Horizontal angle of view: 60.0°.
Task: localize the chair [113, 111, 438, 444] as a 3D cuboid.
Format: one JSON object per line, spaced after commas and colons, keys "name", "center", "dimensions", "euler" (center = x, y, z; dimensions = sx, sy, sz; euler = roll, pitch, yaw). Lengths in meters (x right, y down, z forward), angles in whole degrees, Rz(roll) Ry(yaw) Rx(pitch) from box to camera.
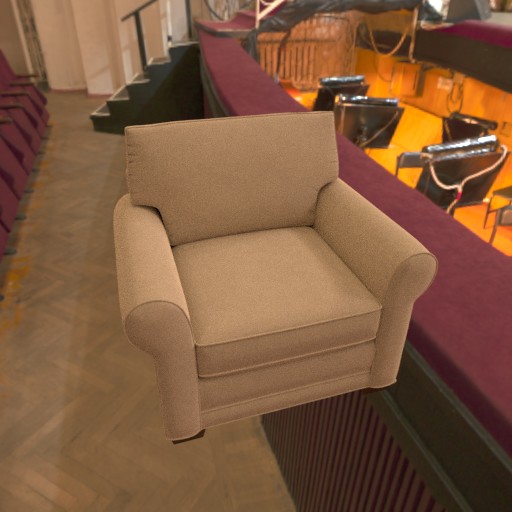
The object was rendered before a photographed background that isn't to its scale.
{"name": "chair", "center": [0.000, 0.000, 1.750], "dimensions": [1.040, 0.955, 0.863], "euler": [-9, 33, -15]}
